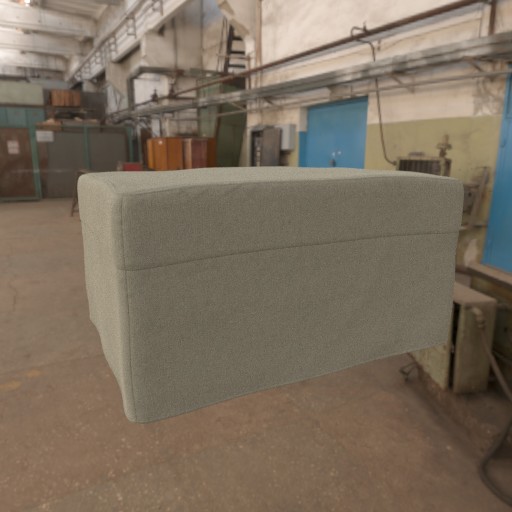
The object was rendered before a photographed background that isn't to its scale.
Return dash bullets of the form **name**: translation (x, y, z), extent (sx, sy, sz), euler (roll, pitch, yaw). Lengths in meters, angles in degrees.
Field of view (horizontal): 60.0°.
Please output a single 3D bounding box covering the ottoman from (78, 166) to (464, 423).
- **ottoman**: translation (0.000, 0.000, 1.213), extent (0.833, 0.461, 0.648), euler (-7, 15, -26)
